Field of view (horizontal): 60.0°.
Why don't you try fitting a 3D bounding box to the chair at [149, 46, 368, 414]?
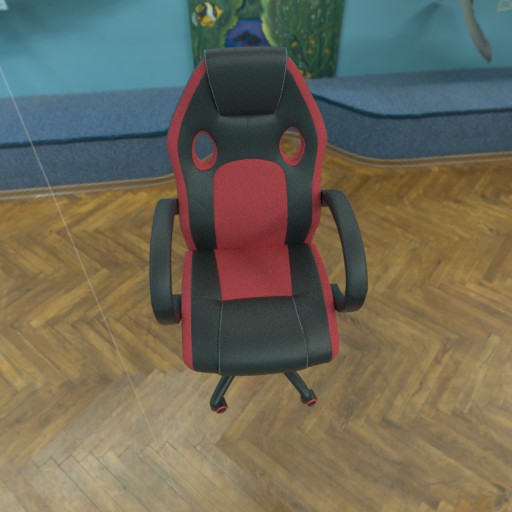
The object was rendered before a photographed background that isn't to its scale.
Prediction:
[{"bbox_3d":[0.000,0.000,1.566,0.673,1.187,0.724,-4,46,-3],"label":"chair"}]
